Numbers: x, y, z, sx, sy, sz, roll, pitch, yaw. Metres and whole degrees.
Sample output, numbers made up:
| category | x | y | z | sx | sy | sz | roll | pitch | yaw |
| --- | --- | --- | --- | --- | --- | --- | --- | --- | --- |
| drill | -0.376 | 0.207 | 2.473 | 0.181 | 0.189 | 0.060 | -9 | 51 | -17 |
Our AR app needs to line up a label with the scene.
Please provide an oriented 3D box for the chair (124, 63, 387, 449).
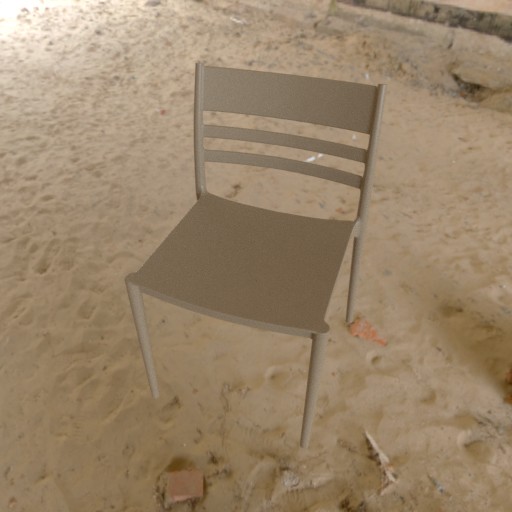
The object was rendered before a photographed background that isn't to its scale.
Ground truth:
| category | x | y | z | sx | sy | sz | roll | pitch | yaw |
| --- | --- | --- | --- | --- | --- | --- | --- | --- | --- |
| chair | 0.000 | 0.000 | 1.152 | 0.531 | 0.800 | 0.511 | 13 | 42 | 15 |
